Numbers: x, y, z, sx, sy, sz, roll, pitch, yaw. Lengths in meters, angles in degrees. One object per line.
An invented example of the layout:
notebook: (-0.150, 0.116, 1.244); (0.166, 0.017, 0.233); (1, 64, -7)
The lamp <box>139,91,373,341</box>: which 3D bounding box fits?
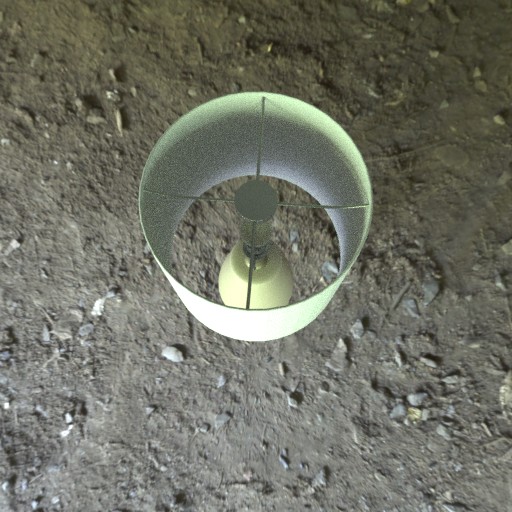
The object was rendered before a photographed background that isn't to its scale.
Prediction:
lamp: (0.000, 0.000, 0.489); (0.186, 0.369, 0.186); (0, 77, 0)
